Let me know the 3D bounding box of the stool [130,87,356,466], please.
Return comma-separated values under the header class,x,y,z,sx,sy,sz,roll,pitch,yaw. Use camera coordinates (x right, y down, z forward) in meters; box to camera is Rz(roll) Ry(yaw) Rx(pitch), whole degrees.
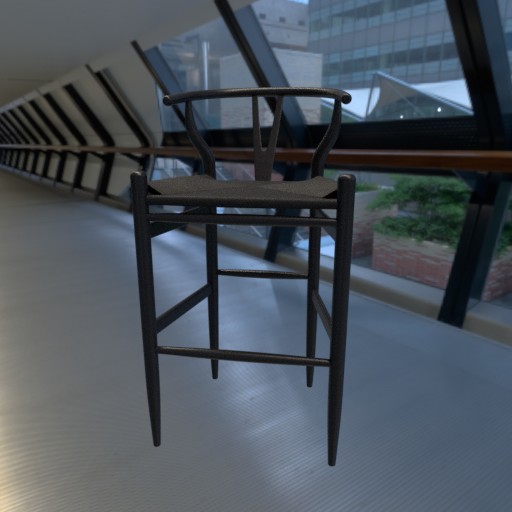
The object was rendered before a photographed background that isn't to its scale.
class,x,y,z,sx,sy,sz,roll,pitch,yaw
stool,0.000,0.000,1.428,0.569,1.072,0.579,2,15,9
